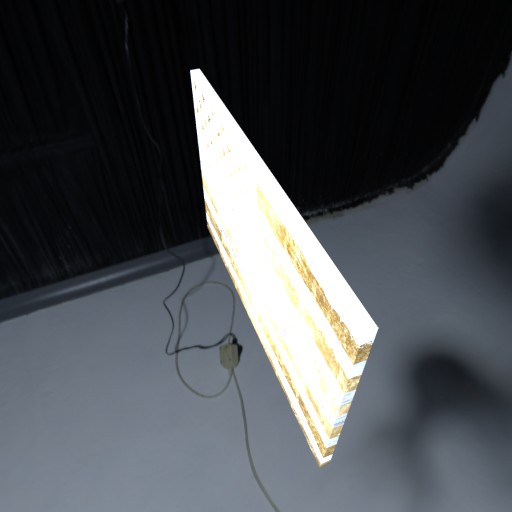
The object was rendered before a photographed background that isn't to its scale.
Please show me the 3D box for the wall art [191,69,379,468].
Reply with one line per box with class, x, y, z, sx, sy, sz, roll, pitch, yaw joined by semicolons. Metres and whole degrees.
wall art;0.000;0.000;1.179;0.027;0.610;0.932;-16;49;-14
